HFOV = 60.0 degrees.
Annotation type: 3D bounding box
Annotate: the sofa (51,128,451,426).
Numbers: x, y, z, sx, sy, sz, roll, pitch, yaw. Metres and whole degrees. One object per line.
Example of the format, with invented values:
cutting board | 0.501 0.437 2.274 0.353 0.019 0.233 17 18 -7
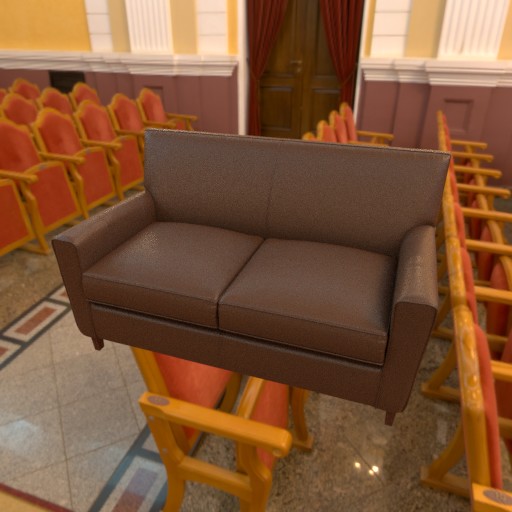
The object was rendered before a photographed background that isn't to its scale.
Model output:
sofa | 0.000 0.000 1.951 1.468 0.859 0.853 9 29 17
